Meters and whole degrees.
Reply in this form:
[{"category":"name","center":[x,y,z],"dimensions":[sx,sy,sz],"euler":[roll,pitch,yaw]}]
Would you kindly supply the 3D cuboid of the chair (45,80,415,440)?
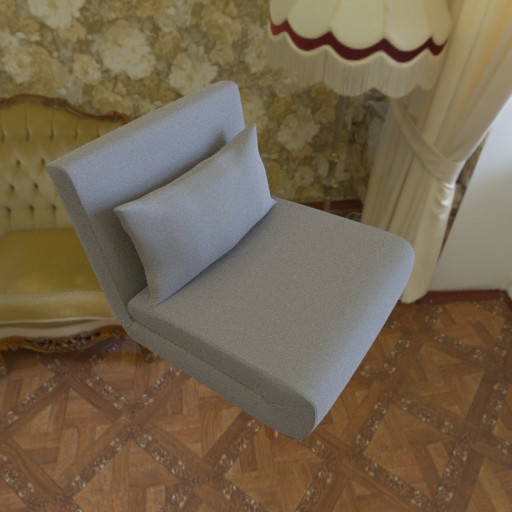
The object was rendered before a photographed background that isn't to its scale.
[{"category":"chair","center":[0.000,0.000,1.495],"dimensions":[0.902,0.808,0.770],"euler":[25,47,25]}]
